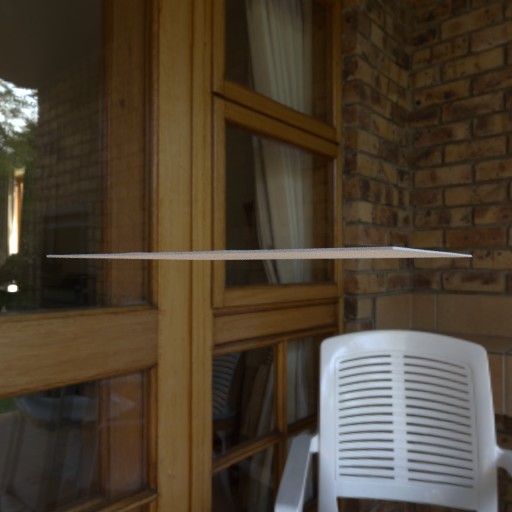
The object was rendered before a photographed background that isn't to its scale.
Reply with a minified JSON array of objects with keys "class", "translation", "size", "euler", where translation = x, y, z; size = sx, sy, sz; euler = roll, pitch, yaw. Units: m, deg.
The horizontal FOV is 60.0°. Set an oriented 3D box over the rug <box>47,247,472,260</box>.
[{"class":"rug","translation":[0.000,0.000,2.287],"size":[1.835,0.012,1.231],"euler":[-1,-2,35]}]
